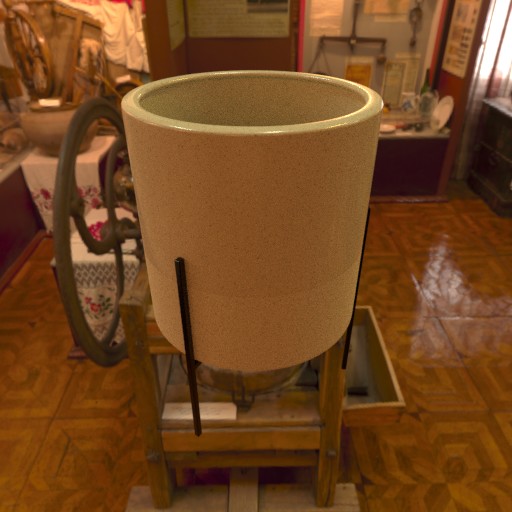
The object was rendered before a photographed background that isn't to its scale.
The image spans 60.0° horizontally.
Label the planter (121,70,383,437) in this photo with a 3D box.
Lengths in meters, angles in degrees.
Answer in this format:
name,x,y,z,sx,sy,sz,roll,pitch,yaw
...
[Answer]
name,x,y,z,sx,sy,sz,roll,pitch,yaw
planter,0.000,0.000,0.672,0.323,0.475,0.314,1,33,1
